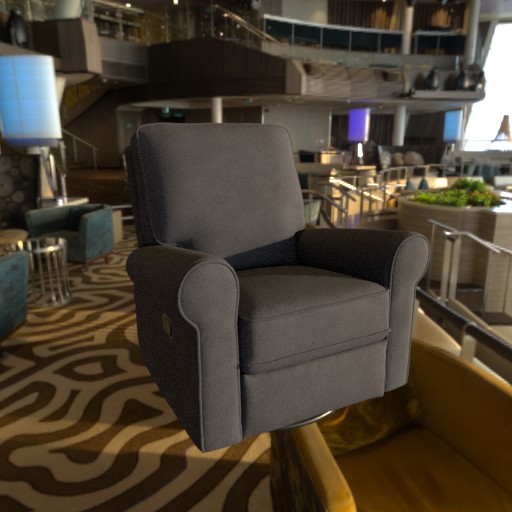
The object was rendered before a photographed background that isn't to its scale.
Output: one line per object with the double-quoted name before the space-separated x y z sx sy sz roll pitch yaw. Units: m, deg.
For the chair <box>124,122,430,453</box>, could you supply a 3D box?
"chair" 0.000 0.000 1.627 0.890 0.961 0.878 -8 16 -27
